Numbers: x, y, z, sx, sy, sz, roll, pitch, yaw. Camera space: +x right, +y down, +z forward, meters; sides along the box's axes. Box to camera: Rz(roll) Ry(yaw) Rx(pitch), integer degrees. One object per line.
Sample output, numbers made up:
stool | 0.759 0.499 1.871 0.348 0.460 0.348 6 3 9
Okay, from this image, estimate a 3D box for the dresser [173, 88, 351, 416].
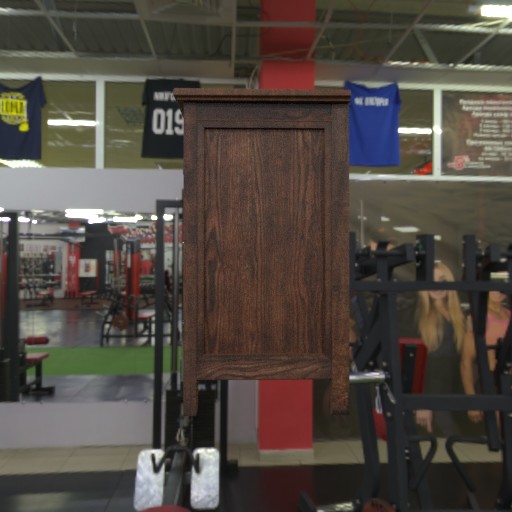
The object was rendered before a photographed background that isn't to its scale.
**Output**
dresser | 0.000 0.000 1.919 0.463 0.856 1.551 0 -1 -1
